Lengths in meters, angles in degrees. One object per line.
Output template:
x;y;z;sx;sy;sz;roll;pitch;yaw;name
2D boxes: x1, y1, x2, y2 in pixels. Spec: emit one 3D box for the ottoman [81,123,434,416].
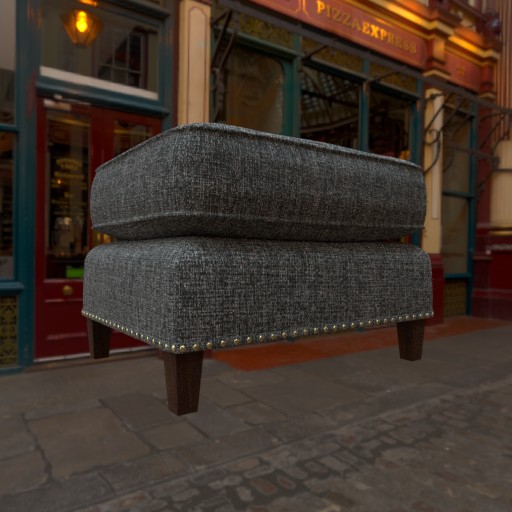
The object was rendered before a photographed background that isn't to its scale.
0.000;0.000;1.154;0.738;0.537;0.589;0;0;-36;ottoman
